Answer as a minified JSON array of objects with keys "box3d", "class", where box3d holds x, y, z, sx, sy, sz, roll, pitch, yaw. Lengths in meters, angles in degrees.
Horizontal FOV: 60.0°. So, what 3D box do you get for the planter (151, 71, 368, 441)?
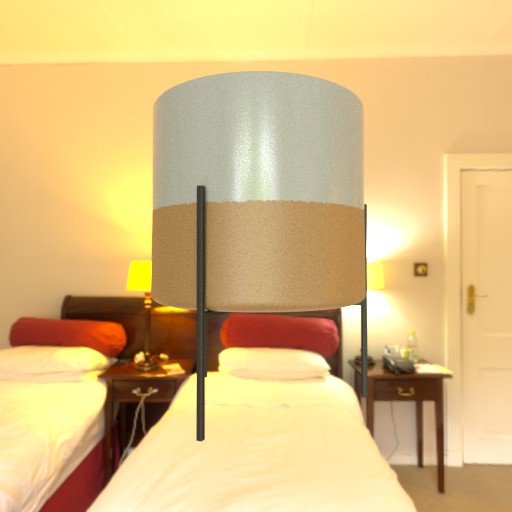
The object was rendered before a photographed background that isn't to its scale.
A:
[{"box3d":[0.000,0.000,0.745,0.348,0.480,0.360,1,-1,-36],"class":"planter"}]
